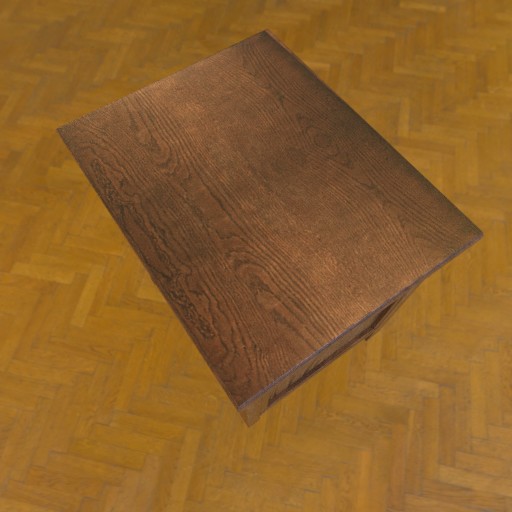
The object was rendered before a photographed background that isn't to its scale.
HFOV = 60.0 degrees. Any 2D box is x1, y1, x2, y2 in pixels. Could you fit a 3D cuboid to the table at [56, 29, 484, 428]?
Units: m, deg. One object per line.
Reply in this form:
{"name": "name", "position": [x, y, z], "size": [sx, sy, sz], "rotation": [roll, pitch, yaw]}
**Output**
{"name": "table", "position": [0.000, 0.000, 1.003], "size": [0.461, 0.597, 0.586], "rotation": [-32, 68, -15]}
